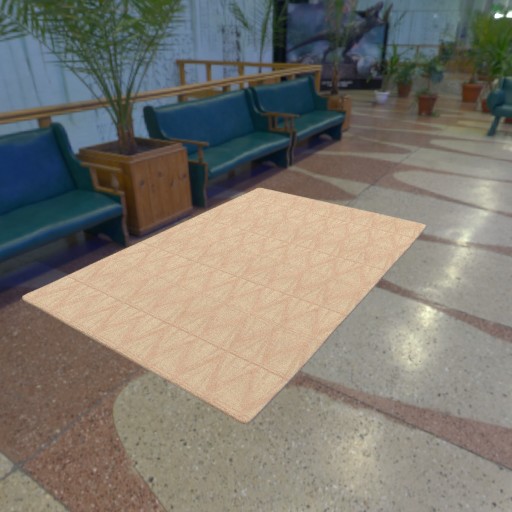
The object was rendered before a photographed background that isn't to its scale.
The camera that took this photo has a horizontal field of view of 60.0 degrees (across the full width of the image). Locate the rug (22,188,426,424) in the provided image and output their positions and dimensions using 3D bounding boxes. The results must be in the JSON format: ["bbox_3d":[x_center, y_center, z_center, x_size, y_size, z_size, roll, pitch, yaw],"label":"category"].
[{"bbox_3d":[0.000,0.000,2.980,1.609,0.015,2.390,18,32,31],"label":"rug"}]
